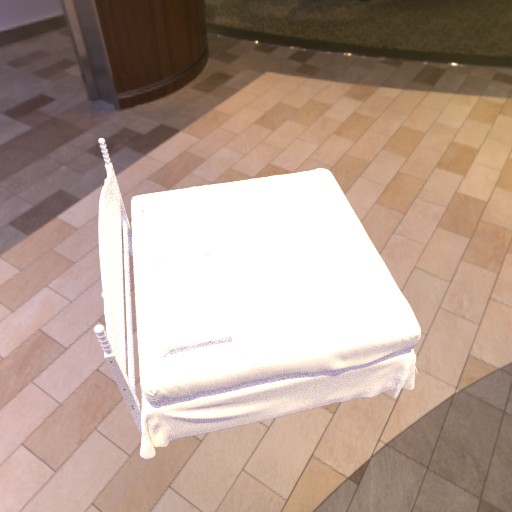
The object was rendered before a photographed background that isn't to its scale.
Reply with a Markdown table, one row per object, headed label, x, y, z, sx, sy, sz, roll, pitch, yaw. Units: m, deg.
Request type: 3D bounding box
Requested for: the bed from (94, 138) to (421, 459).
| label | x | y | z | sx | sy | sz | roll | pitch | yaw |
| --- | --- | --- | --- | --- | --- | --- | --- | --- | --- |
| bed | 0.000 | 0.000 | 3.614 | 2.219 | 1.355 | 2.322 | -10 | 47 | -9 |
